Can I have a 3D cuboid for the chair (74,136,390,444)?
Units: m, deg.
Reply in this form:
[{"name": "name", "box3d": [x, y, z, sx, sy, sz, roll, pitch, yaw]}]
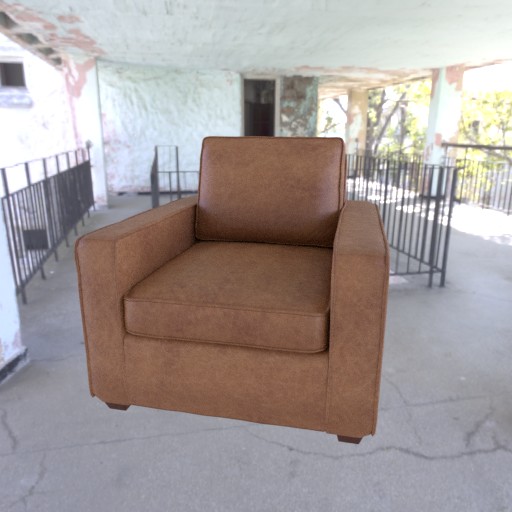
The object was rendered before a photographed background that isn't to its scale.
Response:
[{"name": "chair", "box3d": [0.000, 0.000, 1.739, 0.987, 0.901, 1.027, 3, 16, 9]}]
